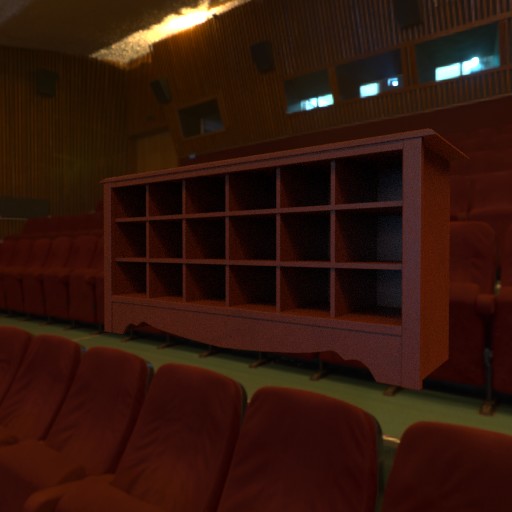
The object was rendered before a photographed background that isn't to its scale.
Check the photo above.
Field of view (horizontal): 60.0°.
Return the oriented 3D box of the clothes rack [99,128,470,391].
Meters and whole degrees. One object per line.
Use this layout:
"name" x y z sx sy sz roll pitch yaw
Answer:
"clothes rack" 0.000 0.000 1.499 1.251 0.594 0.362 1 1 37
